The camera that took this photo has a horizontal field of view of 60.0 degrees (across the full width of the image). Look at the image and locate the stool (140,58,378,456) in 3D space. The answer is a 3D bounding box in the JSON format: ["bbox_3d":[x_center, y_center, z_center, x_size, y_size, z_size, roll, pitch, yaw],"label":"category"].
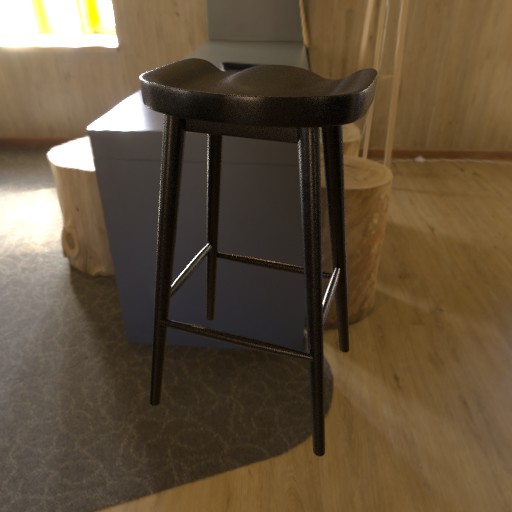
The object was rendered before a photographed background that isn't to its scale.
[{"bbox_3d":[0.000,0.000,0.975,0.440,0.749,0.361,11,34,16],"label":"stool"}]
